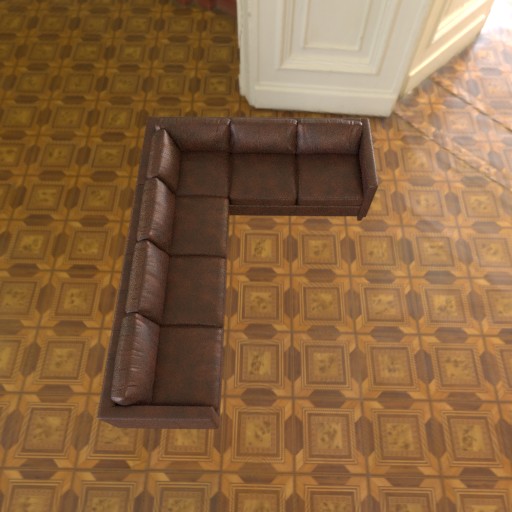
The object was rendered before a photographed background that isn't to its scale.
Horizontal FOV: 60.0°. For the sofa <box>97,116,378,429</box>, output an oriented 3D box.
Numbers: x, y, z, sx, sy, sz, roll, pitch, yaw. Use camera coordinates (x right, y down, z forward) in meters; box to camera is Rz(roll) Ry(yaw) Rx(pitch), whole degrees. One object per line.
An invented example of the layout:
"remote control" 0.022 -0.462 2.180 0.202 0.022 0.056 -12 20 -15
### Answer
"sofa" 0.000 0.000 4.371 2.438 0.836 3.152 1 62 0
